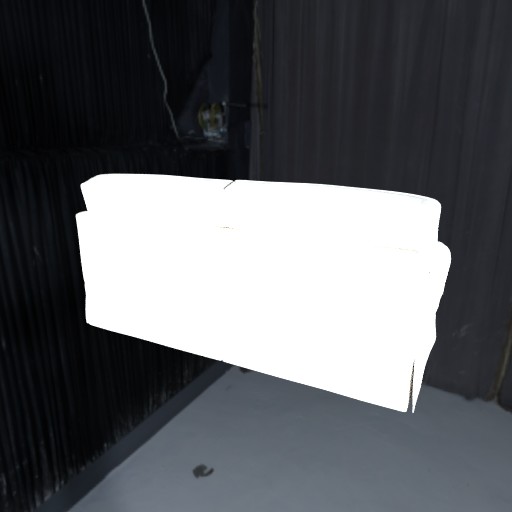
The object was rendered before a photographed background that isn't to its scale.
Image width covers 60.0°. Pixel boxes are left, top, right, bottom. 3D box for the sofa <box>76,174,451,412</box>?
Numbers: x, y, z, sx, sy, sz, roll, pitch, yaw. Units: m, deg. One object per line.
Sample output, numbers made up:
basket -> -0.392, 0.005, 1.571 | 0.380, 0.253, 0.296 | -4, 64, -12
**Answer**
sofa -> 0.000, 0.000, 2.565 | 2.021, 0.937, 0.862 | 8, 19, 26
